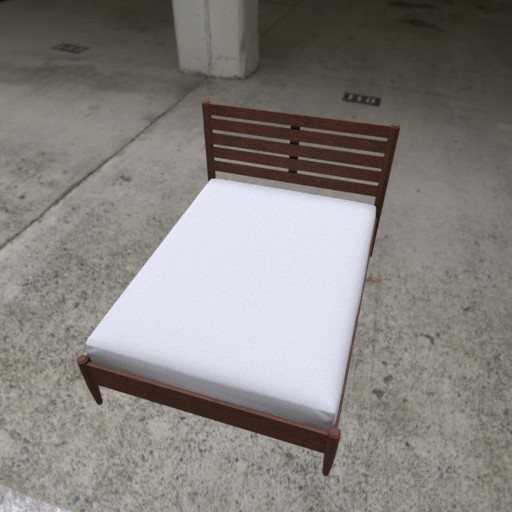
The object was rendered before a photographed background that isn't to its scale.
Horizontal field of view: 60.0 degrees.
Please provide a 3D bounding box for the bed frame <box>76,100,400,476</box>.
[{"bbox_3d":[0.000,0.000,3.250,1.655,1.321,2.234,12,42,13],"label":"bed frame"}]
